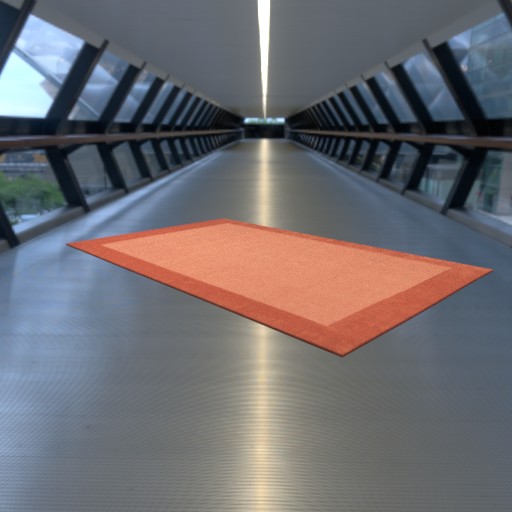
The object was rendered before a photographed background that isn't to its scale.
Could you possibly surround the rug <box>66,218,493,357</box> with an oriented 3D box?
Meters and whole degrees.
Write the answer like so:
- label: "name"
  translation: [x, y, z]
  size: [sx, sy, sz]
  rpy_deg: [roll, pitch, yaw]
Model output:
- label: "rug"
  translation: [0.000, 0.000, 2.933]
  size: [1.524, 0.014, 2.438]
  rpy_deg: [-14, 20, -43]
